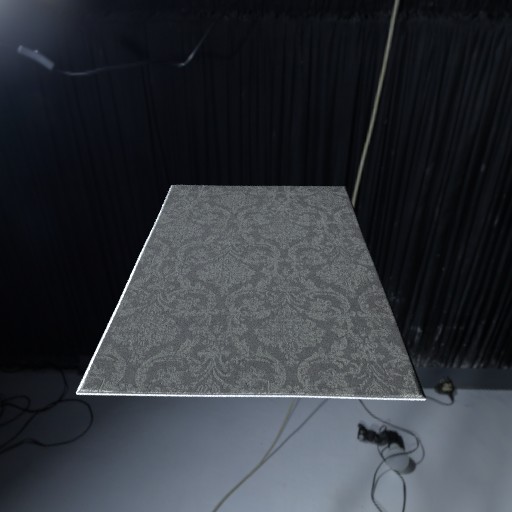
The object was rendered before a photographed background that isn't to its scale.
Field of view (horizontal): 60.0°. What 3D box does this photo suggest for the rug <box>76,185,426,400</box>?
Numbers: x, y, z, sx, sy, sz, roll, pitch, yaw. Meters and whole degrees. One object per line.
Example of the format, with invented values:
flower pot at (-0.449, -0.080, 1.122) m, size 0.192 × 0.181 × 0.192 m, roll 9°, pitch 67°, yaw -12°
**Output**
rug at (0.000, 0.000, 3.456) m, size 1.819 × 0.018 × 2.746 m, roll 1°, pitch 32°, yaw 1°
